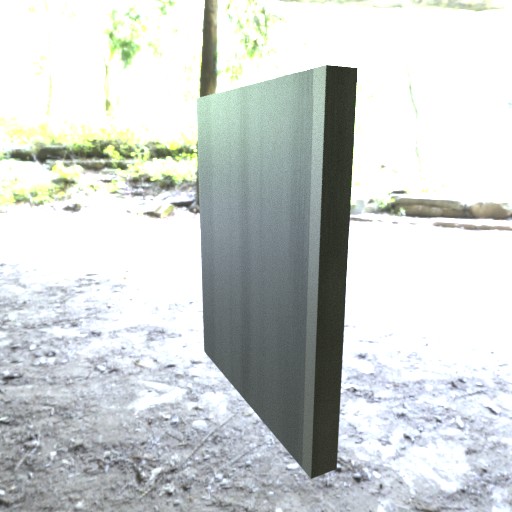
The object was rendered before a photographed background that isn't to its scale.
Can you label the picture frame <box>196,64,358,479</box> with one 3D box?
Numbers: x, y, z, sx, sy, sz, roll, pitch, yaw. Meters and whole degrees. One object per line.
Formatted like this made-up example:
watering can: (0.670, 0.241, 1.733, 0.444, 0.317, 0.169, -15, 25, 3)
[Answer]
picture frame: (0.000, 0.000, 0.774, 0.046, 0.555, 0.449, -7, 16, -26)
